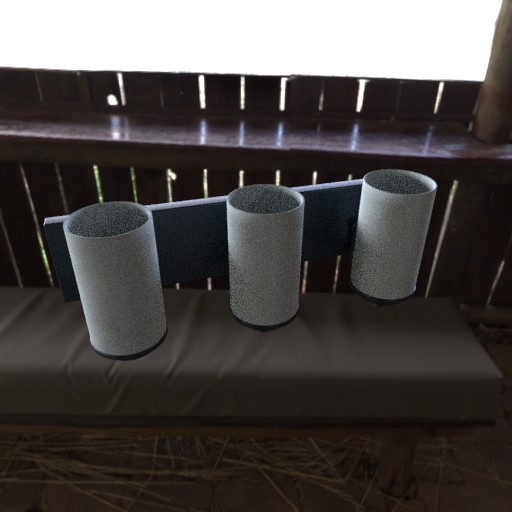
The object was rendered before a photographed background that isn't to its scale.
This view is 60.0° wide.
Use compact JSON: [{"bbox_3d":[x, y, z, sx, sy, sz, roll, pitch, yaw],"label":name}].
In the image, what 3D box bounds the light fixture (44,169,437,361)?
[{"bbox_3d":[0.000,0.000,0.523,0.451,0.172,0.145,-9,32,-15],"label":"light fixture"}]
